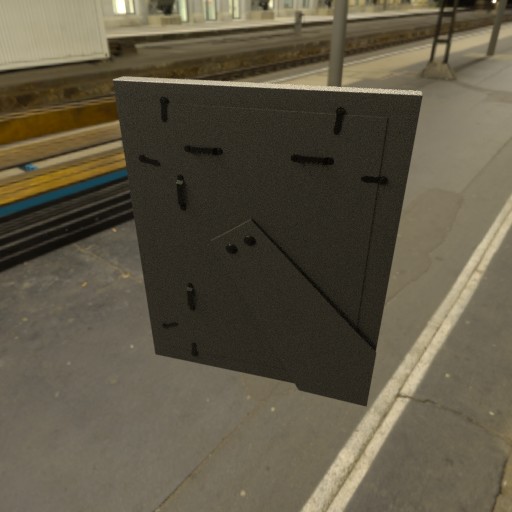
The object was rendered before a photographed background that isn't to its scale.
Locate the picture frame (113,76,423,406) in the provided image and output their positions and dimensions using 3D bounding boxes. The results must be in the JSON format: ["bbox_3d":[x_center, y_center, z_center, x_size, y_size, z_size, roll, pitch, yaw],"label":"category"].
[{"bbox_3d":[0.000,0.000,0.526,0.307,0.383,0.036,8,32,14],"label":"picture frame"}]
